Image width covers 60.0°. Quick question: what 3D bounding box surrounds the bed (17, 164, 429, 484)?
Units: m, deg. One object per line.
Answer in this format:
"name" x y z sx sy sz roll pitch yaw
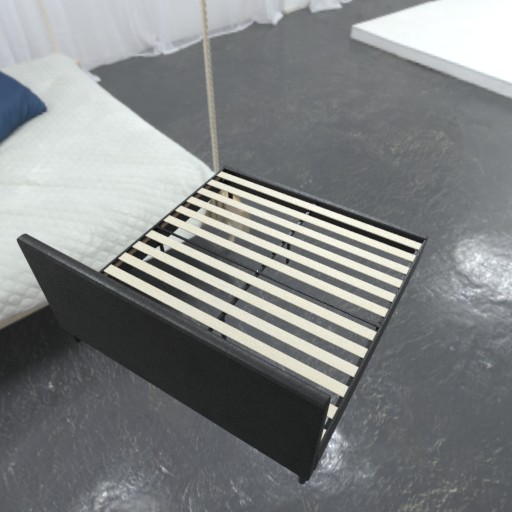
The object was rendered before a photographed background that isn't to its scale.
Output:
"bed" 0.000 0.000 3.258 2.018 1.046 2.152 23 49 22
